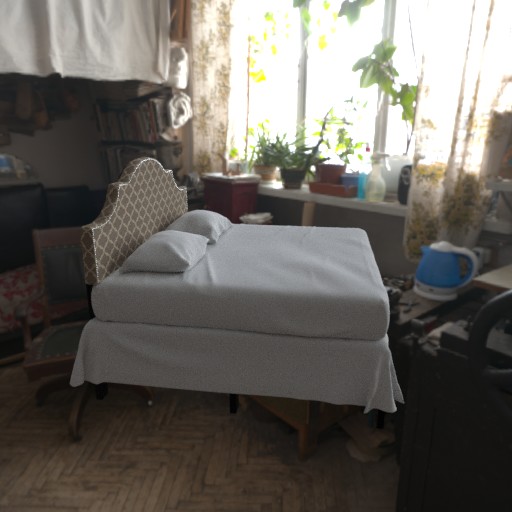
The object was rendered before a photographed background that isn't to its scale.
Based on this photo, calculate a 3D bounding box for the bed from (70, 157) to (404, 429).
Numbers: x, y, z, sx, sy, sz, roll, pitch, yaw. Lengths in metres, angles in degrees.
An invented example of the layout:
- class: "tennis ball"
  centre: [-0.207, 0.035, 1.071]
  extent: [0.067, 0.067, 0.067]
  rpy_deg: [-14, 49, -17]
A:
- class: "bed"
  centre: [0.000, 0.000, 3.737]
  extent: [2.222, 1.601, 2.314]
  rpy_deg: [3, 17, 9]
